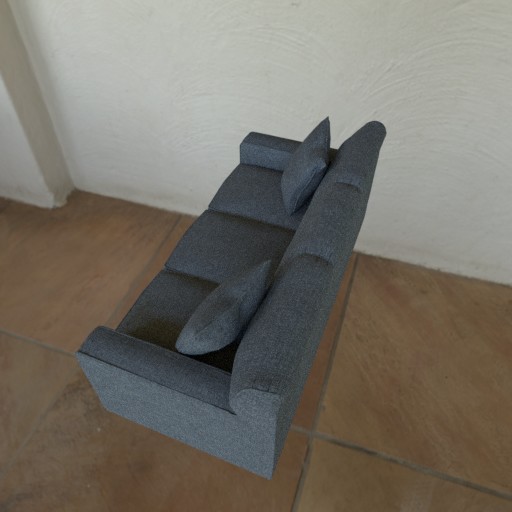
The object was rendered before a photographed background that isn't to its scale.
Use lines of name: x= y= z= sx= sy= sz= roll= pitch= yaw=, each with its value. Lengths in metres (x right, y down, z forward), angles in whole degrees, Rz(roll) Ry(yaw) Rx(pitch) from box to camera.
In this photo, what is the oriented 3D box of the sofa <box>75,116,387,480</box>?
sofa: x=0.000 y=0.000 z=2.574 sx=0.997 sy=0.958 sz=2.024 roll=16 pitch=48 yaw=15
